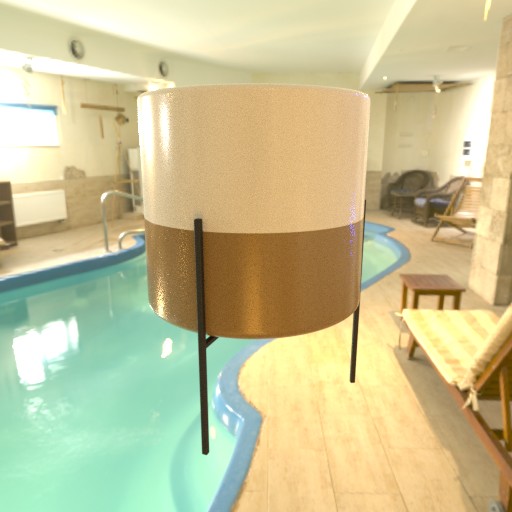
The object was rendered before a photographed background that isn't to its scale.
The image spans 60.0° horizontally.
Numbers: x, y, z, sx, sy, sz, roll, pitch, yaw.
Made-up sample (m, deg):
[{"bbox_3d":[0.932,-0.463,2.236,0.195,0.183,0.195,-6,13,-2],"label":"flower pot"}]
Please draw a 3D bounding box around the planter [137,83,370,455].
[{"bbox_3d":[0.000,0.000,0.637,0.310,0.432,0.310,2,14,7],"label":"planter"}]
